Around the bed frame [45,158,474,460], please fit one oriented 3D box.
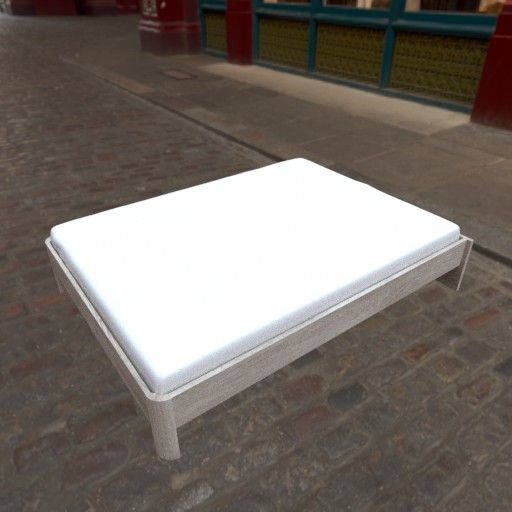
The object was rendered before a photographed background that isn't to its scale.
[{"bbox_3d":[0.000,0.000,2.576,1.950,0.462,1.490,-22,39,-30],"label":"bed frame"}]
